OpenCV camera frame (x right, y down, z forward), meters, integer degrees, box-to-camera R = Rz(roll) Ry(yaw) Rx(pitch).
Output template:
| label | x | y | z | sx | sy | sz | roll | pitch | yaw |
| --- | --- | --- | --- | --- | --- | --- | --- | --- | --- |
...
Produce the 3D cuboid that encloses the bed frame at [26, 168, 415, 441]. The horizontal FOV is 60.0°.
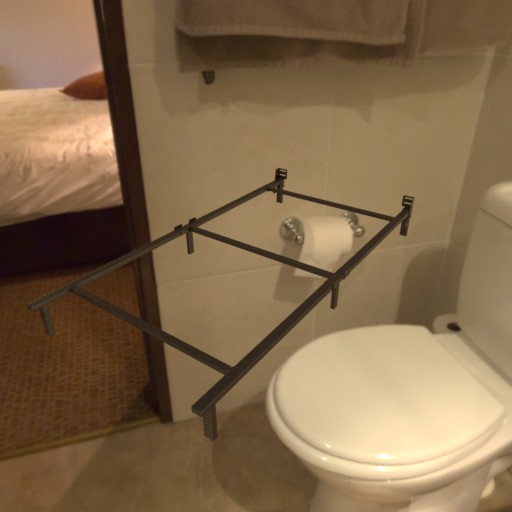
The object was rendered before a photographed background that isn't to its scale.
| label | x | y | z | sx | sy | sz | roll | pitch | yaw |
| --- | --- | --- | --- | --- | --- | --- | --- | --- | --- |
| bed frame | 0.000 | 0.000 | 2.264 | 0.968 | 0.248 | 1.897 | 19 | 34 | 31 |
